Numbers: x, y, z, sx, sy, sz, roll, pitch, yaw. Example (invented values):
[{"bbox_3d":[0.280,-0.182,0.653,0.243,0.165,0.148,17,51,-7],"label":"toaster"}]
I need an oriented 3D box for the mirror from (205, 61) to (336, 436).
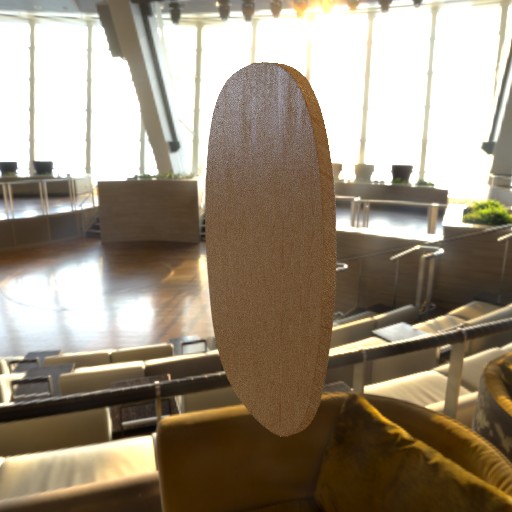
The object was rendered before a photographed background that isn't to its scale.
[{"bbox_3d":[0.000,0.000,1.337,0.037,1.075,0.724,-8,16,-27],"label":"mirror"}]
